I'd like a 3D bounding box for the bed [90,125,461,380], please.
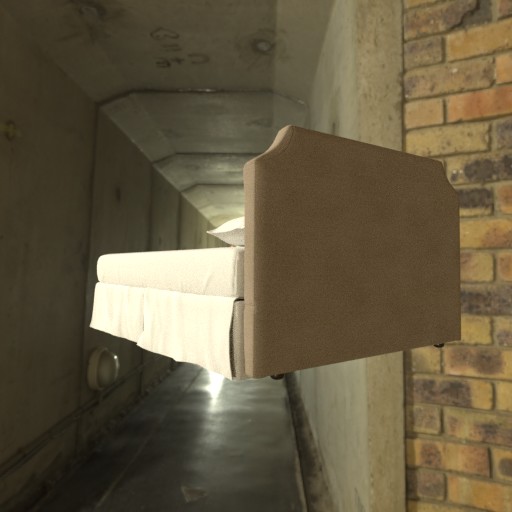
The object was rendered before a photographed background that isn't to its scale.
[{"bbox_3d":[0.000,0.000,3.628,1.977,1.293,2.498,1,-1,-36],"label":"bed"}]
